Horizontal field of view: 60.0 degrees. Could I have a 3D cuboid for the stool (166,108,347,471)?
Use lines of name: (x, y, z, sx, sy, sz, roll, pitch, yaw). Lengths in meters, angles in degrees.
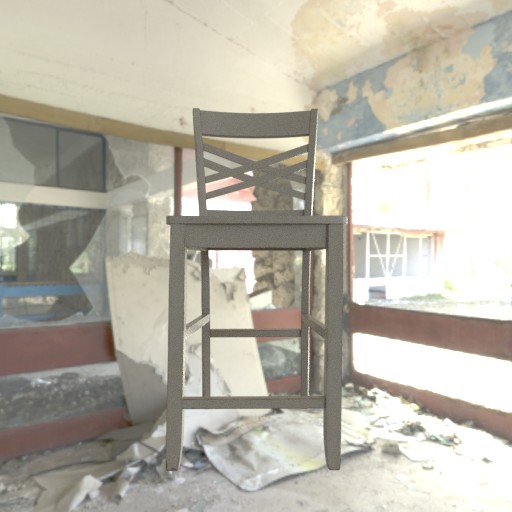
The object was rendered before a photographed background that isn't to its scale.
stool: (0.000, 0.000, 1.369, 0.462, 1.079, 0.539, 0, -1, 0)
